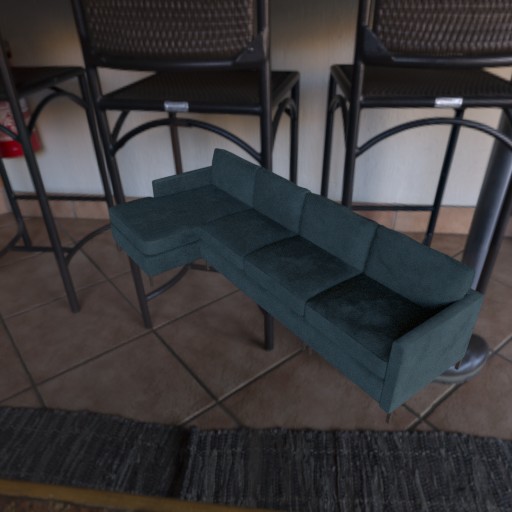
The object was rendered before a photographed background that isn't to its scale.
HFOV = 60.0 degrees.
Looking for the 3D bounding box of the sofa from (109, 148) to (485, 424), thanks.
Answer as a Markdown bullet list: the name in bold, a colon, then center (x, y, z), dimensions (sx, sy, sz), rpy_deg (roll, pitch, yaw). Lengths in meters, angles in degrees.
- **sofa**: center (0.000, 0.000, 4.009), dimensions (1.500, 0.967, 3.400), rpy_deg (-21, 38, -30)
